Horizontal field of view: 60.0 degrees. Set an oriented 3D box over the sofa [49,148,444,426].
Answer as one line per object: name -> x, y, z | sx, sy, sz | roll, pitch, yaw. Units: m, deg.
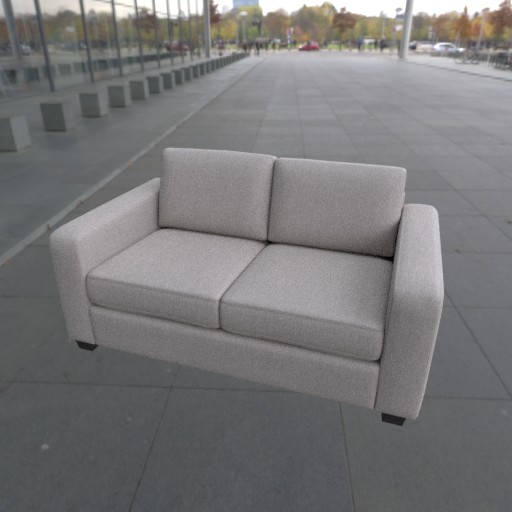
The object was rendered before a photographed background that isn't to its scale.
sofa -> 0.000, 0.000, 2.035 | 1.540, 0.800, 0.900 | 8, 27, 17
